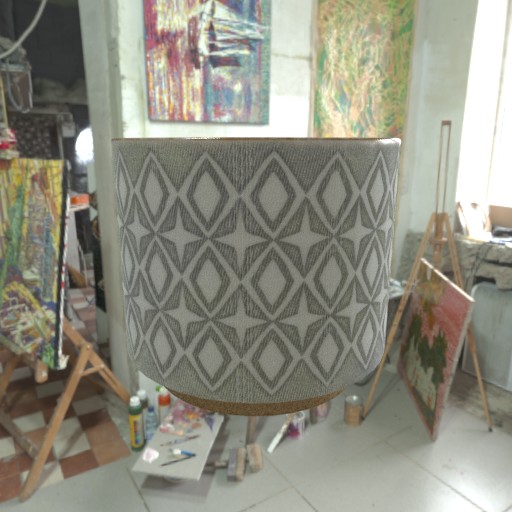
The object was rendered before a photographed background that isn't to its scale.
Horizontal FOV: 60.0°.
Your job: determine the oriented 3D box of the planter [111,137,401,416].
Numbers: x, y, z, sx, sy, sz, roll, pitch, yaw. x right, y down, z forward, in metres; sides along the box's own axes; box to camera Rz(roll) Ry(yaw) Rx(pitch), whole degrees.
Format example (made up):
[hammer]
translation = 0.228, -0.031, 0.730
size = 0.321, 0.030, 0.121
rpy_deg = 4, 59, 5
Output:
[planter]
translation = 0.000, 0.000, 0.435
size = 0.255, 0.223, 0.255
rpy_deg = 0, 14, 0
